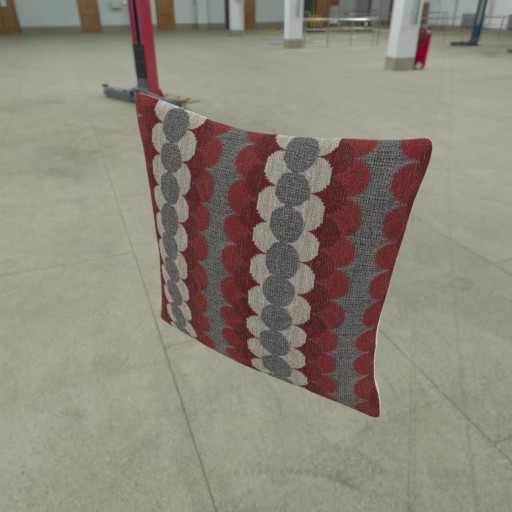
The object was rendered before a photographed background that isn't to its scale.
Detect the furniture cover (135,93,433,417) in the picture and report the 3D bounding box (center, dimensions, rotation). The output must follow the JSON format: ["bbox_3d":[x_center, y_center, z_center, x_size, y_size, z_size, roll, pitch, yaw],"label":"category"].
[{"bbox_3d":[0.000,0.000,0.654,0.435,0.420,0.145,18,35,28],"label":"furniture cover"}]
